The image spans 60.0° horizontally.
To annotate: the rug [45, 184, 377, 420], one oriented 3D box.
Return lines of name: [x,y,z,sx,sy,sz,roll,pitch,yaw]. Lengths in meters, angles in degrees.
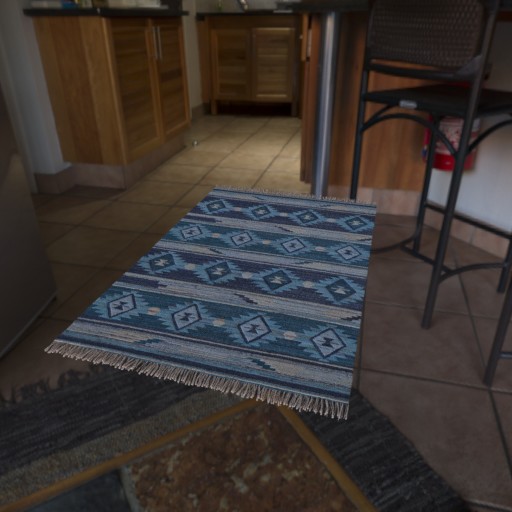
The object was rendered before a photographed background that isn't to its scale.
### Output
rug: [0.000,0.000,2.393,1.181,0.028,1.936,8,30,14]
